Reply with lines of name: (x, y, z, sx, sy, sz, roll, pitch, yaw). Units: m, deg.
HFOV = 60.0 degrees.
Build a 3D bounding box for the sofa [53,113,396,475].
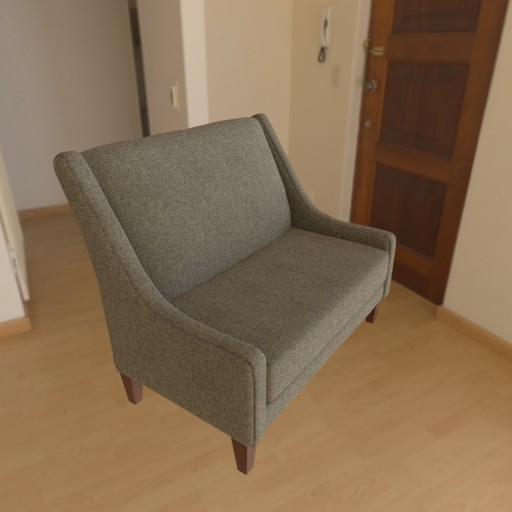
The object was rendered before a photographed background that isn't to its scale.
sofa: (0.000, 0.000, 1.938, 0.870, 1.021, 1.242, 17, 30, 32)
